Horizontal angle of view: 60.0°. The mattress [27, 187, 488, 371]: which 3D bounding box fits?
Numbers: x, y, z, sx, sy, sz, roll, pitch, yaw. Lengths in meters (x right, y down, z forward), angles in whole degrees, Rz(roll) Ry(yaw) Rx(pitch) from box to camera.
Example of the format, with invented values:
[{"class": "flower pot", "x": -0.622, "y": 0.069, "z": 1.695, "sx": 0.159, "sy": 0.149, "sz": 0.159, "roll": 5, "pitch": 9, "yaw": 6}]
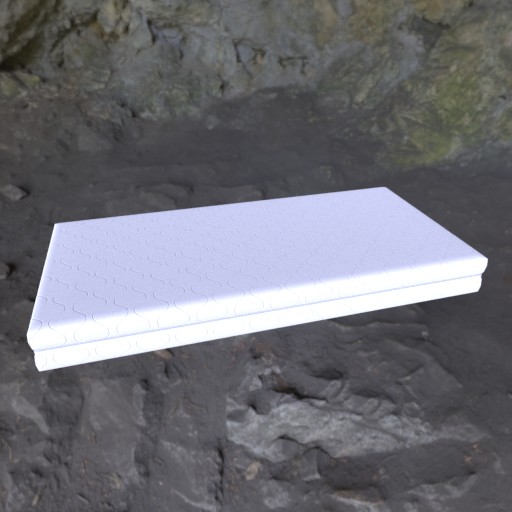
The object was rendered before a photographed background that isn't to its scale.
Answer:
[{"class": "mattress", "x": 0.000, "y": 0.000, "z": 2.160, "sx": 1.900, "sy": 0.200, "sz": 0.900, "roll": -8, "pitch": 31, "yaw": -13}]
